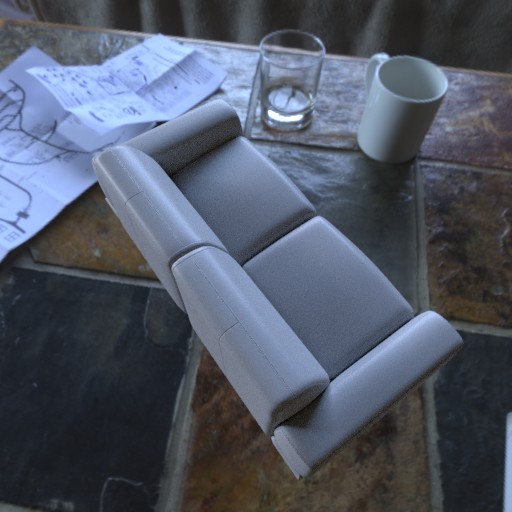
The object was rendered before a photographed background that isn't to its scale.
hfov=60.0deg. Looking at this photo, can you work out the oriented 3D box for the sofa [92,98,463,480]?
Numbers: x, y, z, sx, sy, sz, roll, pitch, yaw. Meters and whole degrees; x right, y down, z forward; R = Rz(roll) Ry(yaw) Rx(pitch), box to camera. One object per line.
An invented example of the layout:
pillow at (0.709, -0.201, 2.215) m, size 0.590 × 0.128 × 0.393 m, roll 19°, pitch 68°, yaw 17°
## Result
sofa at (0.000, 0.000, 2.267) m, size 0.900 × 0.772 × 1.901 m, roll -32°, pitch 64°, yaw -17°
